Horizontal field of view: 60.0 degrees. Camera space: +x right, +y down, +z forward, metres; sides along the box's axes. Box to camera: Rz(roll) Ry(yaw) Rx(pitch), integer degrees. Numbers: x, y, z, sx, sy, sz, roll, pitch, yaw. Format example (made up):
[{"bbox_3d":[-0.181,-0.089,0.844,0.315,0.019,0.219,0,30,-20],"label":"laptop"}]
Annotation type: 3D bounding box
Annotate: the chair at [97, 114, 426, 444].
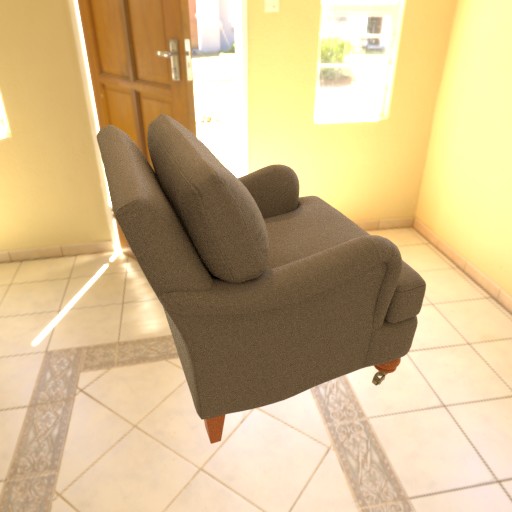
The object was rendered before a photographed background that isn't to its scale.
[{"bbox_3d":[0.000,0.000,1.833,1.070,1.038,0.955,-10,31,-18],"label":"chair"}]
